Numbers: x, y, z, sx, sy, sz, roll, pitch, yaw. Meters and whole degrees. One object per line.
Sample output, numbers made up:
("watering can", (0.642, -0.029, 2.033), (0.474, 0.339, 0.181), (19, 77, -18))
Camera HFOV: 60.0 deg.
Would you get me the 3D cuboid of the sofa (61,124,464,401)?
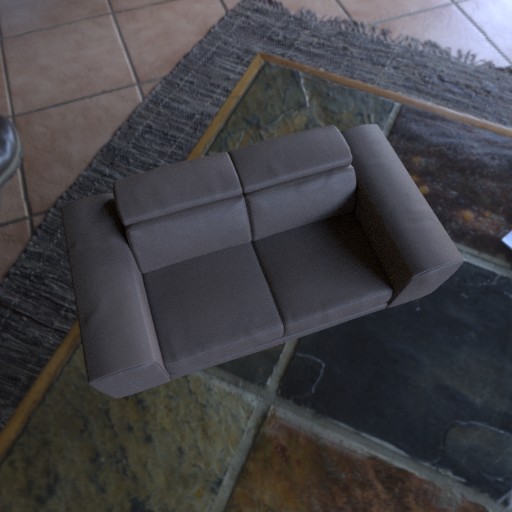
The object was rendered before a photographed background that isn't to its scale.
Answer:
("sofa", (0.000, 0.000, 2.481), (1.895, 0.779, 1.003), (-17, 63, -9))
